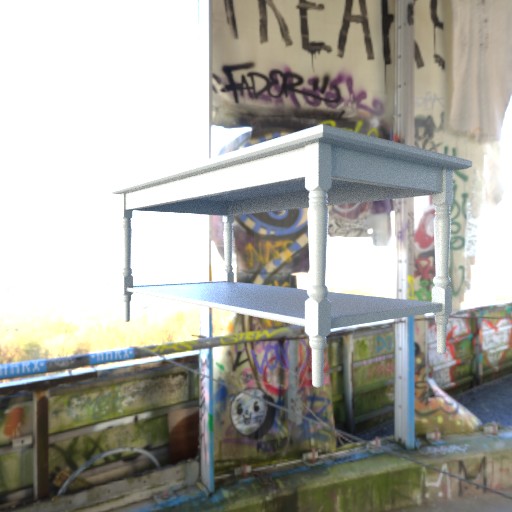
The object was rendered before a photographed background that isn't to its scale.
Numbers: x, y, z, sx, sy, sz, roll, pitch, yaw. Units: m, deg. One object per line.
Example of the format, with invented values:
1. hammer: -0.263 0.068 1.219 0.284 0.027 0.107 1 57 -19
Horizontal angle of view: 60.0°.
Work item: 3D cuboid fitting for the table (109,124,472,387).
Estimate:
1. table: 0.000 0.000 1.416 0.551 0.506 1.109 -1 1 -38
